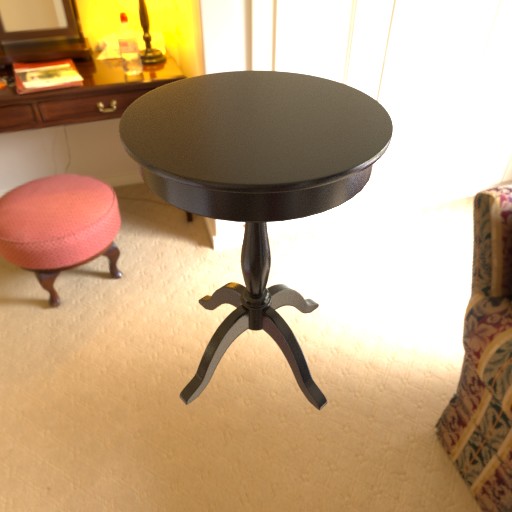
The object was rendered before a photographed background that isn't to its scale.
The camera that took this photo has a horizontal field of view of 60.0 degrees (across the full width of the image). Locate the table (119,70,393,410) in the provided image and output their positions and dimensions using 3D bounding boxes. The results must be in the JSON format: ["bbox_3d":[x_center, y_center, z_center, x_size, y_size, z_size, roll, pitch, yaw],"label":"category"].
[{"bbox_3d":[0.000,0.000,1.004,0.481,0.665,0.481,0,40,0],"label":"table"}]
